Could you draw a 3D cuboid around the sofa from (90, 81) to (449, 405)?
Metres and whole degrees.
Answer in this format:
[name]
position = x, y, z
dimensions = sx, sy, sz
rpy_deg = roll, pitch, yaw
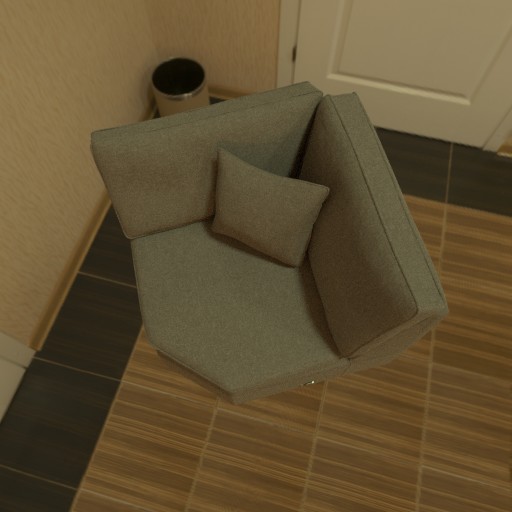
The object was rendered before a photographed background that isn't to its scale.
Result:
[sofa]
position = 0.000, 0.000, 1.865
dimensions = 1.050, 0.951, 1.042
rpy_deg = -13, 65, -6
